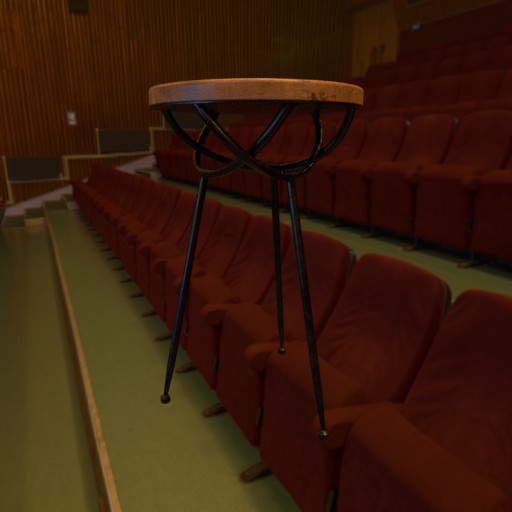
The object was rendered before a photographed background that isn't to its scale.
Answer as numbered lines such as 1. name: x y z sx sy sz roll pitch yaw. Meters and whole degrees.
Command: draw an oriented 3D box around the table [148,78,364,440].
1. table: 0.000 0.000 0.946 0.414 0.664 0.418 -8 17 -26
